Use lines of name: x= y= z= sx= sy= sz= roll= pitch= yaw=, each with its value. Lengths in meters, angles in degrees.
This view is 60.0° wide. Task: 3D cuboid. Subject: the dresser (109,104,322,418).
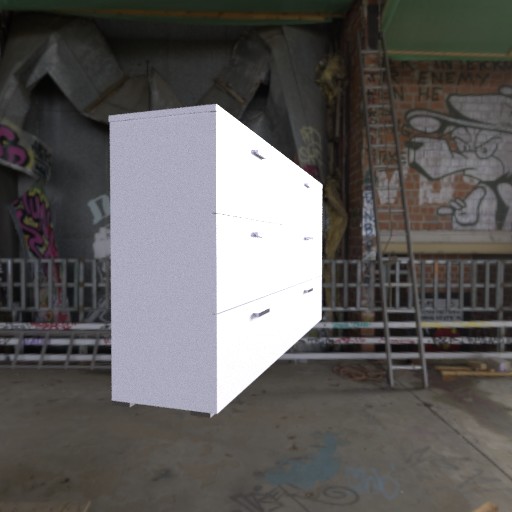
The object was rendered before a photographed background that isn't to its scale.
dresser: x=0.000 y=0.000 z=1.885 sx=0.333 sy=0.790 sz=1.535 roll=0 pitch=1 yaw=18
